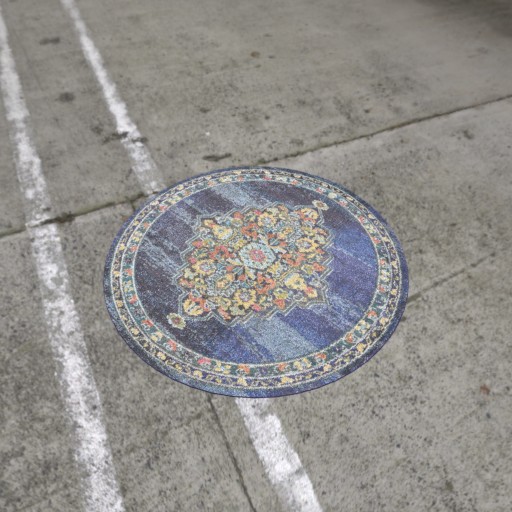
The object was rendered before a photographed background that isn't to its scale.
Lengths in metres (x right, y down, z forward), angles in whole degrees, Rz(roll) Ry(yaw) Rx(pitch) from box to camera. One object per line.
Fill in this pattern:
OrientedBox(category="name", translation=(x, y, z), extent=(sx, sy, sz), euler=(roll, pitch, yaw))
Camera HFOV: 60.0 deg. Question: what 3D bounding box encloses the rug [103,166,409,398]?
OrientedBox(category="rug", translation=(0.000, 0.000, 2.367), extent=(1.591, 0.010, 1.591), euler=(0, 48, 0))
